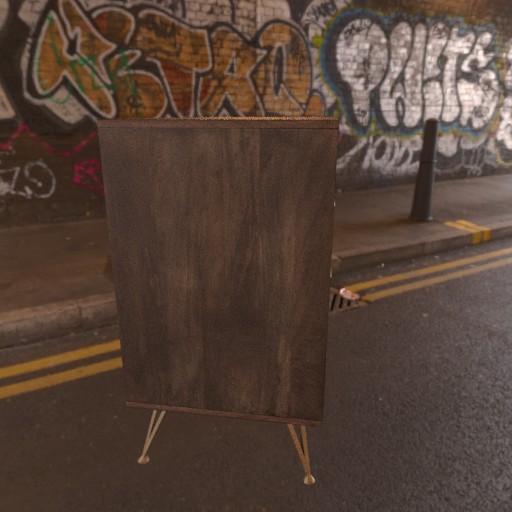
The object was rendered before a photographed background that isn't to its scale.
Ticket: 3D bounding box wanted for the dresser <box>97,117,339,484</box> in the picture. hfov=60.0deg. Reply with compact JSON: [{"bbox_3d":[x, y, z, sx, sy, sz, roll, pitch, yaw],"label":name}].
[{"bbox_3d":[0.000,0.000,1.346,0.453,0.801,0.923,3,18,9],"label":"dresser"}]
